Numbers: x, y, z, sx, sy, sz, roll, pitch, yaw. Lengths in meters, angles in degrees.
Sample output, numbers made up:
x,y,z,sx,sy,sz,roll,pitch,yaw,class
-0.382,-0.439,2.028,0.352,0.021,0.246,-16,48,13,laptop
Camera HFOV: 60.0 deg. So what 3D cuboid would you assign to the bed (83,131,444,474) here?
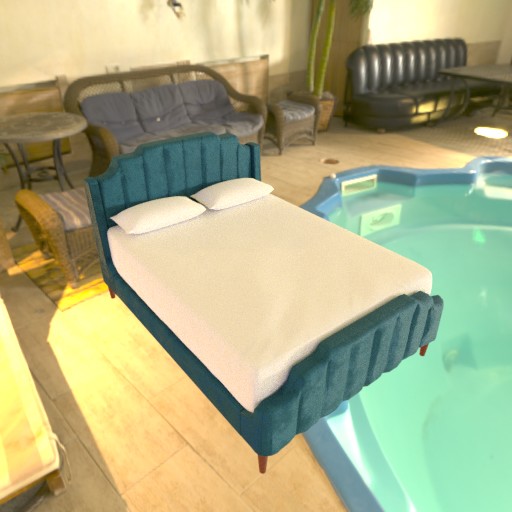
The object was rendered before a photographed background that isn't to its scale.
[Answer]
x,y,z,sx,sy,sz,roll,pitch,yaw,class
0.000,0.000,3.385,1.678,1.338,2.322,-22,37,-32,bed
